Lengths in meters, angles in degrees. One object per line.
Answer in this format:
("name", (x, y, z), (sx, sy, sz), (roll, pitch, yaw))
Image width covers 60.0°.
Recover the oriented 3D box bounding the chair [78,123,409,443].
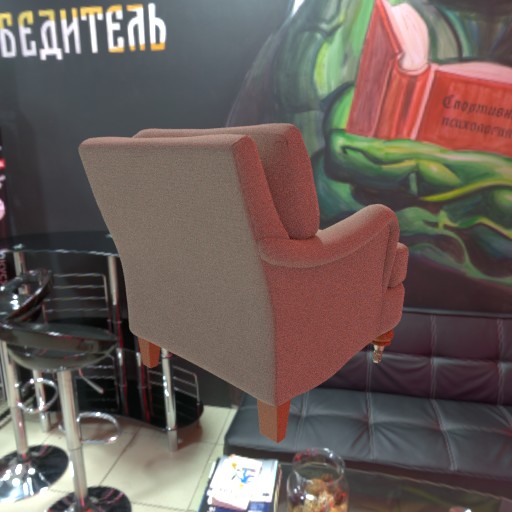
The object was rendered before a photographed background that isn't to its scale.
("chair", (0.000, 0.000, 1.876), (0.955, 1.038, 1.070), (13, 19, 42))
